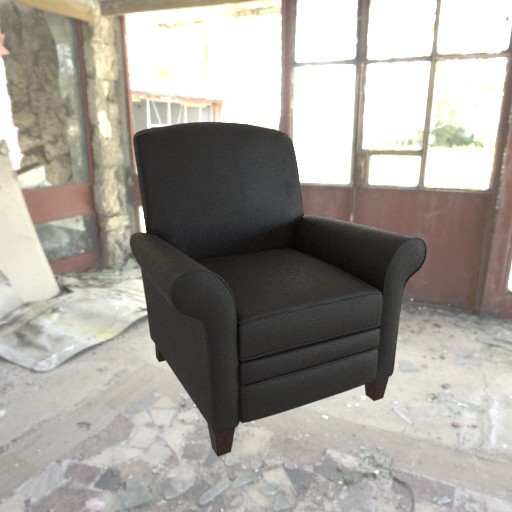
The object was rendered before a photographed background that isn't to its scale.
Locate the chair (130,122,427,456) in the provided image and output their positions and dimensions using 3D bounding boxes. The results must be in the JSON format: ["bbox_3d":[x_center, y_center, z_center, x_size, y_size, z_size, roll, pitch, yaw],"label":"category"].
[{"bbox_3d":[0.000,0.000,1.808,0.978,1.061,0.902,-8,18,-27],"label":"chair"}]
